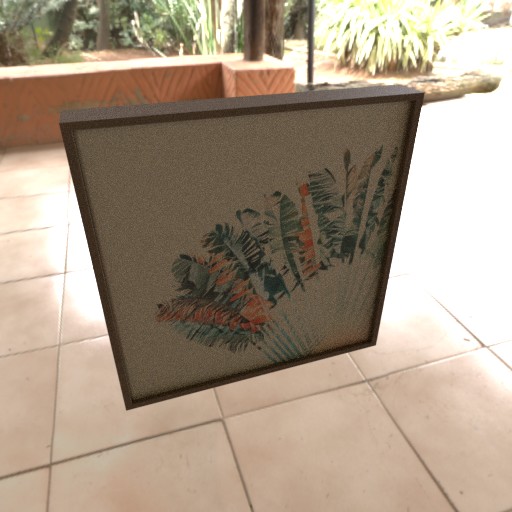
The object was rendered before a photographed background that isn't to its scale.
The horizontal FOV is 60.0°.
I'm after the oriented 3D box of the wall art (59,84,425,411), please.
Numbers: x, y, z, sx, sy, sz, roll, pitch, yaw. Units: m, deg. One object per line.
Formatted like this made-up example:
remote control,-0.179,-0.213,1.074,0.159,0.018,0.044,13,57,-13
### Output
wall art,0.000,0.000,0.447,0.304,0.303,0.038,-10,33,-16
